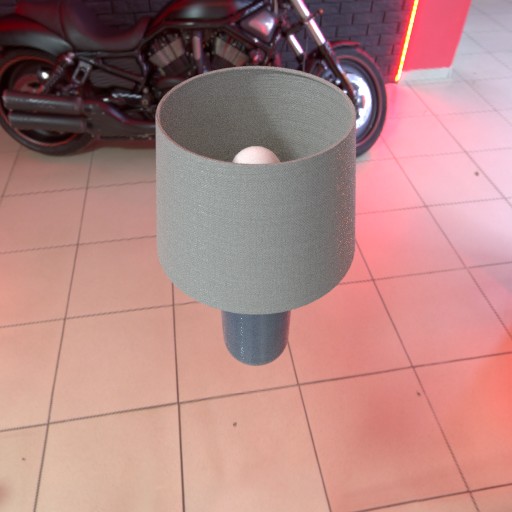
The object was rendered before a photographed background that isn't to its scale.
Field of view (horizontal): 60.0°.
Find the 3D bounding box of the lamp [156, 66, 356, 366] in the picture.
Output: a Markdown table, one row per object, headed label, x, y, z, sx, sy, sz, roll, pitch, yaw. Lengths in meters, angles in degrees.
| label | x | y | z | sx | sy | sz | roll | pitch | yaw |
| --- | --- | --- | --- | --- | --- | --- | --- | --- | --- |
| lamp | 0.000 | 0.000 | 0.599 | 0.253 | 0.428 | 0.253 | 0 | 46 | 0 |
